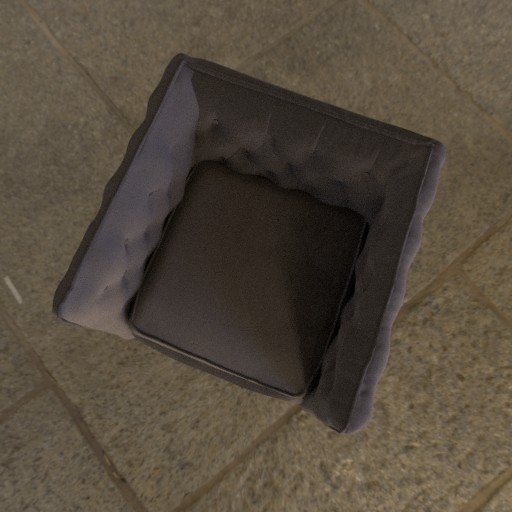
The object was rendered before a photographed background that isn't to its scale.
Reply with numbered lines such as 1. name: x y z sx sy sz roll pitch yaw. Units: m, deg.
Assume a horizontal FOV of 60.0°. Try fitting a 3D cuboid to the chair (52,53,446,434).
1. chair: 0.000 0.000 1.621 0.946 0.807 0.913 21 77 5
